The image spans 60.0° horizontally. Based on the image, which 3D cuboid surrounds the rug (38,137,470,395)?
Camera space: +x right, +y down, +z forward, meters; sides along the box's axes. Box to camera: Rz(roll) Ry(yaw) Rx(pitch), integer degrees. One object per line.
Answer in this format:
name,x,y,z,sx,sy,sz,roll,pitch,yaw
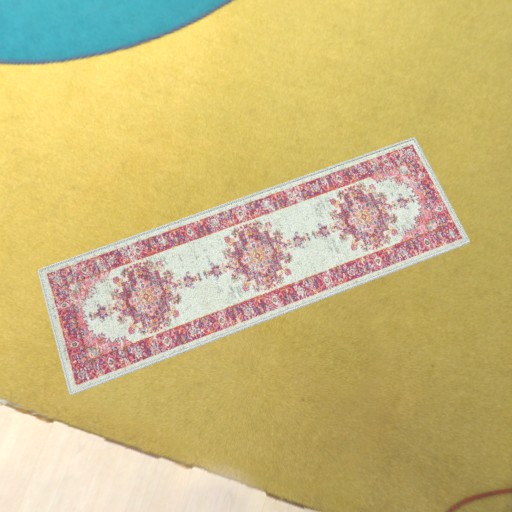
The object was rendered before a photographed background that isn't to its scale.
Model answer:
rug,0.000,0.000,1.946,1.824,0.009,0.562,-20,76,-5
